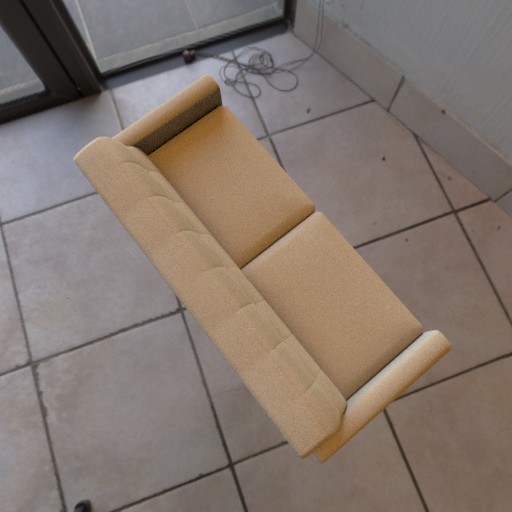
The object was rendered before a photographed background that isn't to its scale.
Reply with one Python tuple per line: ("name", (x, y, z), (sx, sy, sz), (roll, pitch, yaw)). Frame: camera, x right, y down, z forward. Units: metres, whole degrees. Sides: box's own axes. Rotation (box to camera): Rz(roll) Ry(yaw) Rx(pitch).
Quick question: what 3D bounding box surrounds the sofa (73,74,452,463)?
("sofa", (0.000, 0.000, 2.603), (0.980, 0.892, 2.137), (-38, 79, -9))
